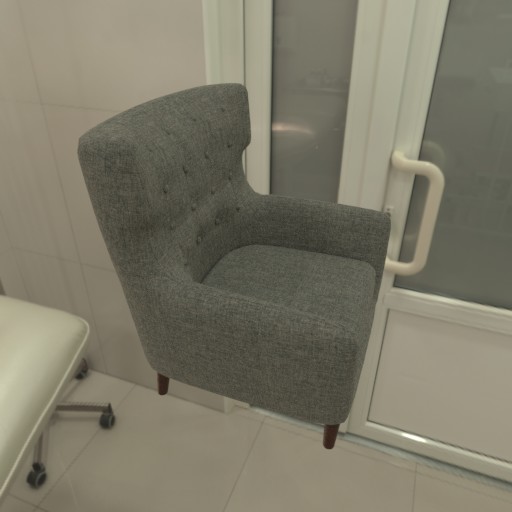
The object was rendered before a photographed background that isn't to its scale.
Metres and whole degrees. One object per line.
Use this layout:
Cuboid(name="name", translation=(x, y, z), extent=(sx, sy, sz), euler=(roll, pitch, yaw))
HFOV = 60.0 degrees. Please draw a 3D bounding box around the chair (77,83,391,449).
Cuboid(name="chair", translation=(0.000, 0.000, 1.659), extent=(0.904, 1.063, 0.878), euler=(11, 33, 18))
